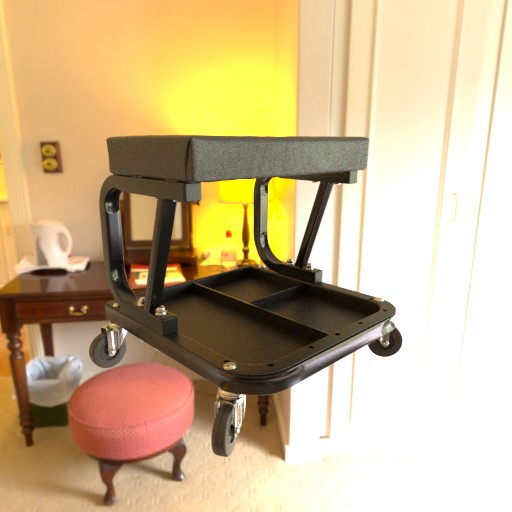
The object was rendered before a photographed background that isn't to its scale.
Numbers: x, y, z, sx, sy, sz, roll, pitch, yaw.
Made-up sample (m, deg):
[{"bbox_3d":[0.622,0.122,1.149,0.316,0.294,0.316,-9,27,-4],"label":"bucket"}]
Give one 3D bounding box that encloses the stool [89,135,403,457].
[{"bbox_3d":[0.000,0.000,0.727,0.446,0.380,0.371,-14,20,-42],"label":"stool"}]
